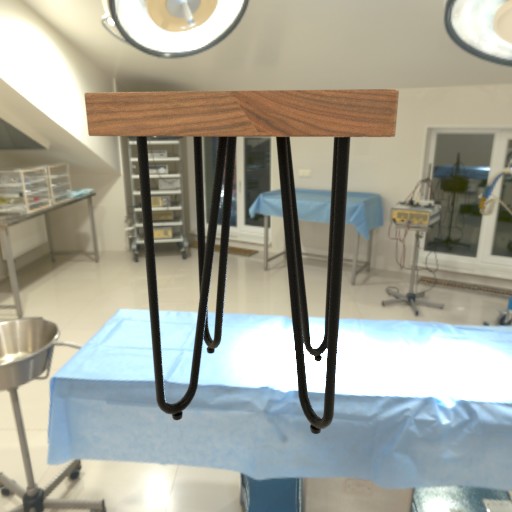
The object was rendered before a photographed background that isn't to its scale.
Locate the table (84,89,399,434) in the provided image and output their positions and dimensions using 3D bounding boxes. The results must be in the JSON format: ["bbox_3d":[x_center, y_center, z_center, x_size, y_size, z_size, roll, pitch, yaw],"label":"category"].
[{"bbox_3d":[0.000,0.000,0.964,0.479,0.641,0.480,2,16,8],"label":"table"}]
